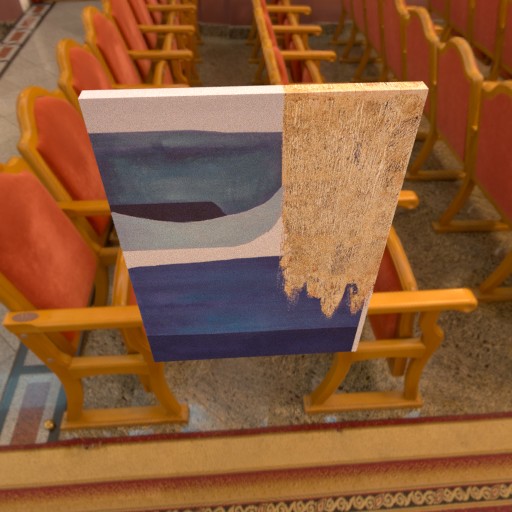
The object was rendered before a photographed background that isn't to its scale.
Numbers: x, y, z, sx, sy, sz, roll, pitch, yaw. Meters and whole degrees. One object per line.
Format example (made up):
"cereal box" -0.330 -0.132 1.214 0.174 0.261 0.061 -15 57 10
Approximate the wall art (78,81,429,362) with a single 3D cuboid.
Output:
"wall art" 0.000 0.000 0.800 0.458 0.613 0.026 -3 44 -3
